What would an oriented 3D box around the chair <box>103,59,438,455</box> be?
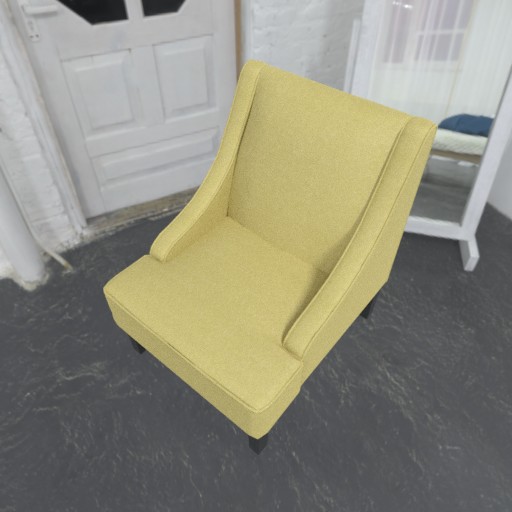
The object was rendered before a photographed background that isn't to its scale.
[{"bbox_3d":[0.000,0.000,1.490,0.696,0.896,0.814,31,54,26],"label":"chair"}]
